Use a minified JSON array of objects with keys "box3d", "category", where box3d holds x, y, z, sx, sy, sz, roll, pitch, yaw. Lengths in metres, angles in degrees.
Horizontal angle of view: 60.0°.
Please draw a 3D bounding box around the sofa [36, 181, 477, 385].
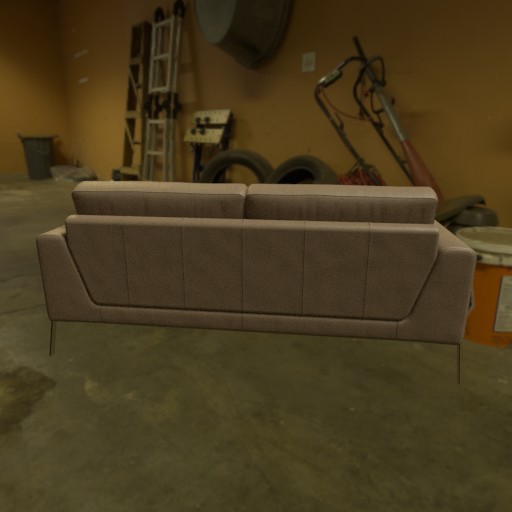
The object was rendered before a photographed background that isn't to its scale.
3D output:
[{"box3d":[0.000,0.000,2.465,2.017,0.875,0.953,2,16,7],"category":"sofa"}]
